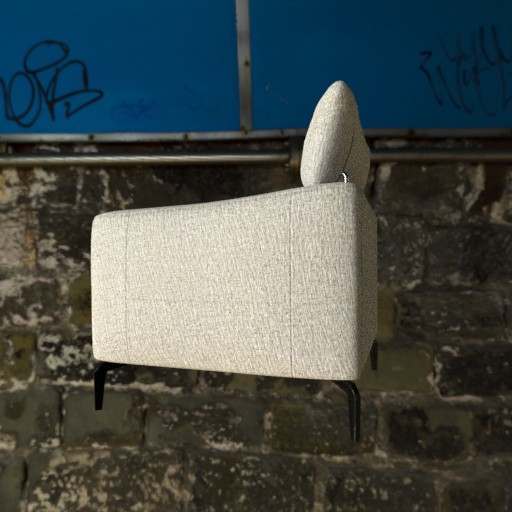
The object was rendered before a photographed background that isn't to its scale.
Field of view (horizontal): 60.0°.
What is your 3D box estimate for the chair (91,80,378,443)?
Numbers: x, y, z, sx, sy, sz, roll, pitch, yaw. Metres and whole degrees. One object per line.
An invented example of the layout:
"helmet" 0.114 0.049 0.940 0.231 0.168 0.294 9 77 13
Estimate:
"chair" 0.000 0.000 1.653 0.835 0.967 0.972 0 -1 18
